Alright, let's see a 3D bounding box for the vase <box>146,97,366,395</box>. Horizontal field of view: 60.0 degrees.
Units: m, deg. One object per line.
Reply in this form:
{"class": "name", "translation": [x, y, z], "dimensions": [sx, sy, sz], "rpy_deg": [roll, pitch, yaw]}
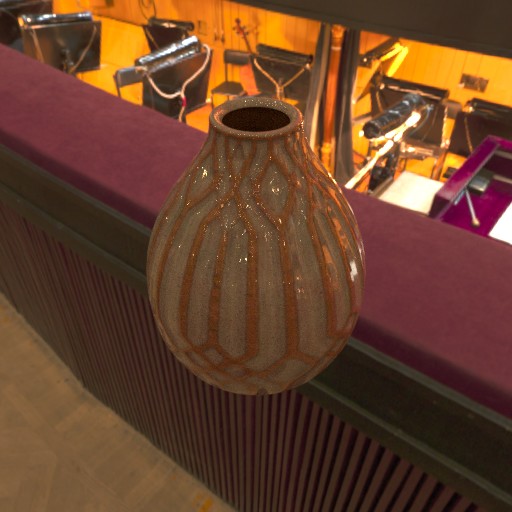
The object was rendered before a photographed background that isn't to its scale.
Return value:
{"class": "vase", "translation": [0.000, 0.000, 0.264], "dimensions": [0.131, 0.175, 0.131], "rpy_deg": [0, 41, 0]}
